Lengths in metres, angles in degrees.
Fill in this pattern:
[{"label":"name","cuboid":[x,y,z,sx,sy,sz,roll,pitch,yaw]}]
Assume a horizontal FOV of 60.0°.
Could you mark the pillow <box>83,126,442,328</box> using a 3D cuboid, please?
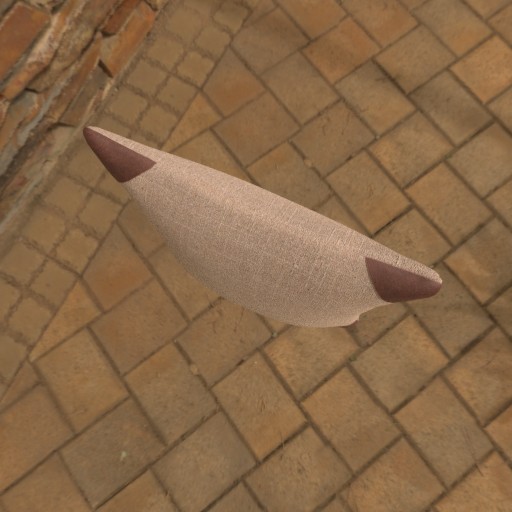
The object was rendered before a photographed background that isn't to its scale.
[{"label":"pillow","cuboid":[0.000,0.000,0.694,0.437,0.448,0.147,23,78,5]}]
